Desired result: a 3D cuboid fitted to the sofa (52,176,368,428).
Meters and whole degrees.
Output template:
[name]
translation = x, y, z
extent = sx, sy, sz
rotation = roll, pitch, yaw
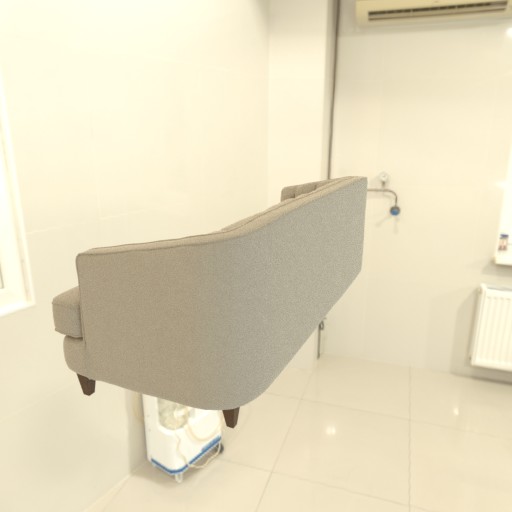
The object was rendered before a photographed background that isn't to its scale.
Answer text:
[sofa]
translation = 0.000, 0.000, 2.695
extent = 0.941, 0.855, 2.278
rotation = 8, 18, 24
